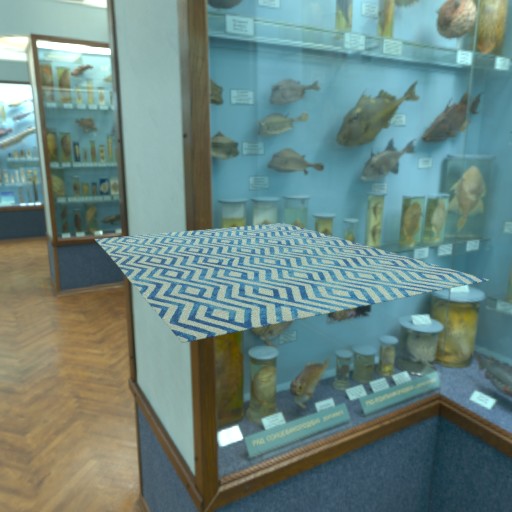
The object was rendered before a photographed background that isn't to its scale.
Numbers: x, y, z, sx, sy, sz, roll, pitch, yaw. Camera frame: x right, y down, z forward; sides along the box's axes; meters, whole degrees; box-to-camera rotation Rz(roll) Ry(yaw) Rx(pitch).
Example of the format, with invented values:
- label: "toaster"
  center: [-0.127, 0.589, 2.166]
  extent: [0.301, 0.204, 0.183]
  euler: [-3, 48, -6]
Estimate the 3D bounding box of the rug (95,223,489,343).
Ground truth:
- label: "rug"
  center: [0.000, 0.000, 4.160]
  extent: [2.453, 0.008, 3.059]
  euler: [-7, 15, -27]
